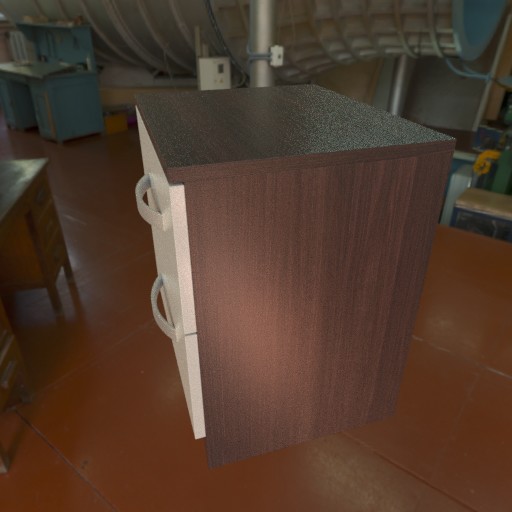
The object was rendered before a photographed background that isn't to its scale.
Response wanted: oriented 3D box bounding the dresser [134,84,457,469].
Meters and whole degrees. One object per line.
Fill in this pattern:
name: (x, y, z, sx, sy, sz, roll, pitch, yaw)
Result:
dresser: (0.000, 0.000, 0.747, 0.360, 0.470, 0.400, -9, 31, -15)
